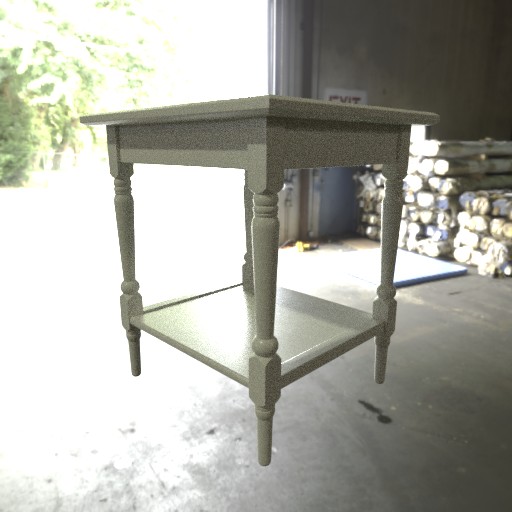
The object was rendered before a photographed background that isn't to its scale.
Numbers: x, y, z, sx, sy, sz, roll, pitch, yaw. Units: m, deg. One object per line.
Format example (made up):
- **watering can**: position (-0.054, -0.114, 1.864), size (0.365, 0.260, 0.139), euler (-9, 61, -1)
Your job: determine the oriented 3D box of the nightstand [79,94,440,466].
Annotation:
- **nightstand**: position (0.000, 0.000, 0.903), size (0.459, 0.555, 0.505), euler (-14, 19, -43)
